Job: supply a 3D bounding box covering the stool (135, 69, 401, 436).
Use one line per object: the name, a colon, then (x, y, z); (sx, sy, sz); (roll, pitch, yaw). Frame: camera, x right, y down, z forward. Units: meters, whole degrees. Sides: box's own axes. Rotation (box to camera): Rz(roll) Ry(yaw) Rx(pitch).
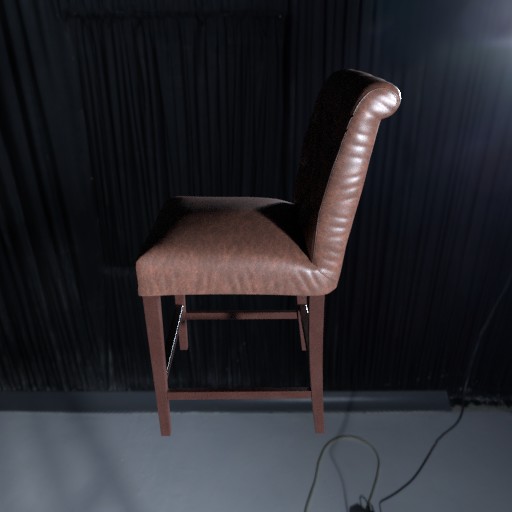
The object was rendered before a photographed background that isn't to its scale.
stool: (0.000, 0.000, 1.416); (0.660, 1.084, 0.486); (0, 27, -1)
